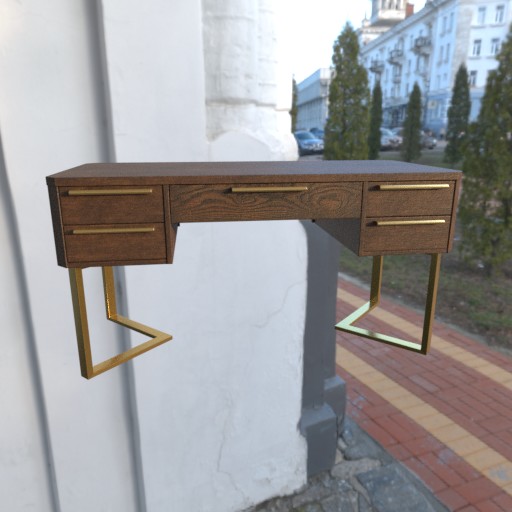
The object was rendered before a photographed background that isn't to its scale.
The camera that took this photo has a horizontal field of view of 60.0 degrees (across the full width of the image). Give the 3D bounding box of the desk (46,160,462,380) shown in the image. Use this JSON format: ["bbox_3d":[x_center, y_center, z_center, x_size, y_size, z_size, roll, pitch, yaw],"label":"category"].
[{"bbox_3d":[0.000,0.000,1.931,1.479,0.762,0.684,-2,16,-8],"label":"desk"}]
